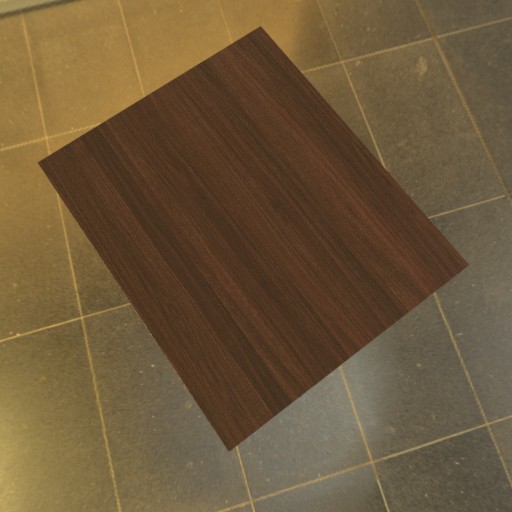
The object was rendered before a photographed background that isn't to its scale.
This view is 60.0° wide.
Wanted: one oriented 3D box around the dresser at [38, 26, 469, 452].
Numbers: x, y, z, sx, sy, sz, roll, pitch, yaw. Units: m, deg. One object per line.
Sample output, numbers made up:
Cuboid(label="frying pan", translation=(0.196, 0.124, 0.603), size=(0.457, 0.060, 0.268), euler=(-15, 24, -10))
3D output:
Cuboid(label="dresser", translation=(0.000, 0.000, 0.747), size=(0.360, 0.470, 0.400), euler=(-35, 78, -8))
